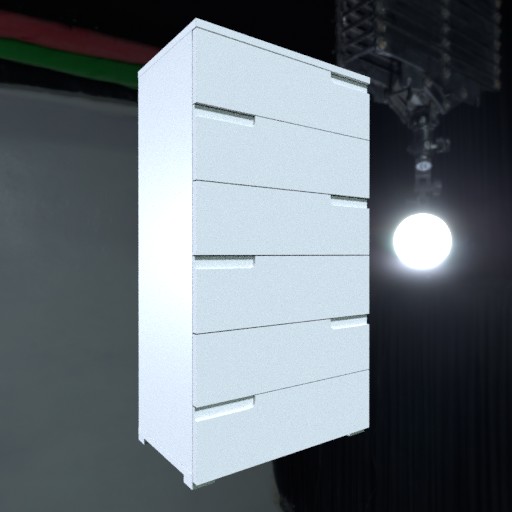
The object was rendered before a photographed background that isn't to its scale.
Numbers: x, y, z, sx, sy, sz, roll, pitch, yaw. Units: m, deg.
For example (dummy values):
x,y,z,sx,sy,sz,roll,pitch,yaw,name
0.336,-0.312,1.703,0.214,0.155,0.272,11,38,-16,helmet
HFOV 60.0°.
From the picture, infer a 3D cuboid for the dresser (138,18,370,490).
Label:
x,y,z,sx,sy,sz,roll,pitch,yaw,name
0.000,0.000,1.457,0.650,1.190,0.400,0,0,-35,dresser
